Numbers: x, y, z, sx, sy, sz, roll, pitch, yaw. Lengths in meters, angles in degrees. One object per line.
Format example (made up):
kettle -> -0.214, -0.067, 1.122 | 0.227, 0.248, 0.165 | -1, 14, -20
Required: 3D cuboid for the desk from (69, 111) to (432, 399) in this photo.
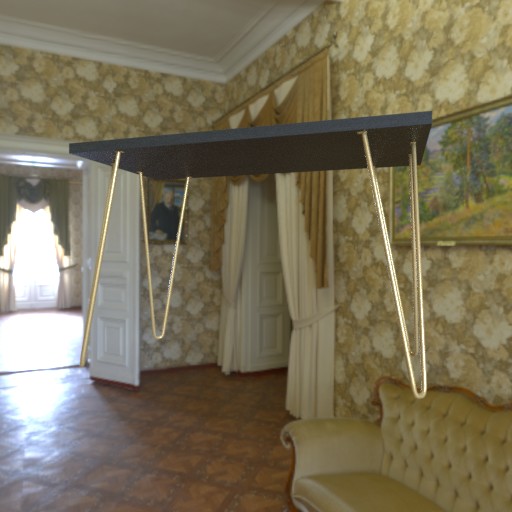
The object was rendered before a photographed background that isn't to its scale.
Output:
desk -> 0.000, 0.000, 1.388 | 0.991, 0.660, 0.499 | 0, 0, 18
